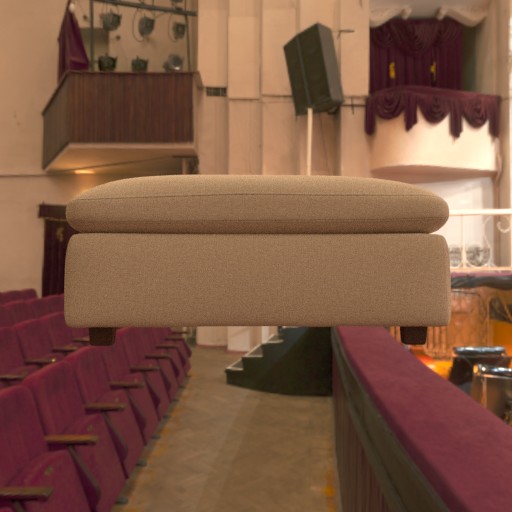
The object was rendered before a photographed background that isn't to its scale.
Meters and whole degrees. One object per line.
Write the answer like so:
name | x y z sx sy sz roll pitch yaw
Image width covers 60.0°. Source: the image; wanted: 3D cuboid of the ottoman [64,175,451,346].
ottoman | 0.000 0.000 1.550 0.996 0.467 0.977 0 -1 -1
